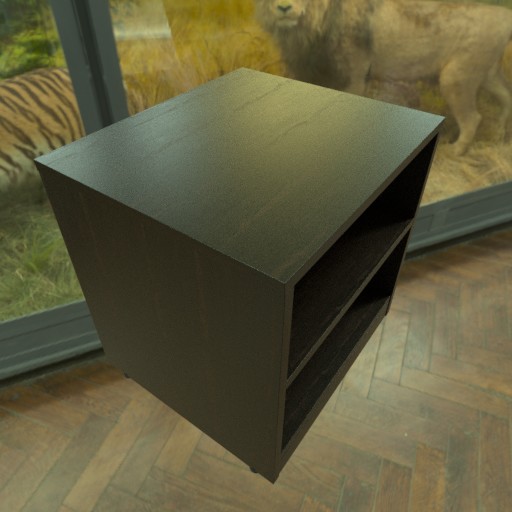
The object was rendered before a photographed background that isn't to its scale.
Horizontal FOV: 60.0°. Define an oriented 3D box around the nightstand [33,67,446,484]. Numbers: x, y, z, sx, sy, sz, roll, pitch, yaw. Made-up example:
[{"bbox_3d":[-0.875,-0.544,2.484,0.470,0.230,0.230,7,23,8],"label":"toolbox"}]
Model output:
[{"bbox_3d":[0.000,0.000,0.843,0.427,0.487,0.489,25,47,26],"label":"nightstand"}]
